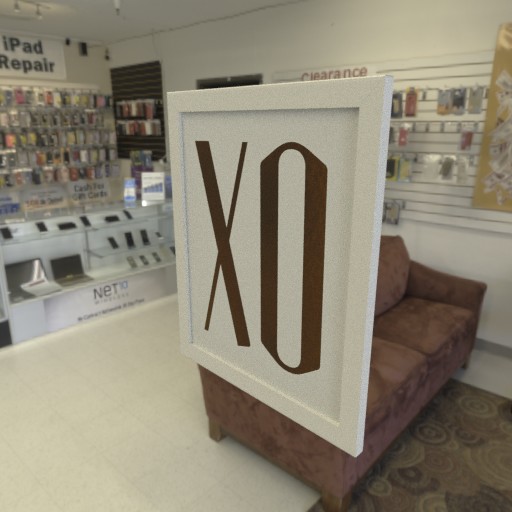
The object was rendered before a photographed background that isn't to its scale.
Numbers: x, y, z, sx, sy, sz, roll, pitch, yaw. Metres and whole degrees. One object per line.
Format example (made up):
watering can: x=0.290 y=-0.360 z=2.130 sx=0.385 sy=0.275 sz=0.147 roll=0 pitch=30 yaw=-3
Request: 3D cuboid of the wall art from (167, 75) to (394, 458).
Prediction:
wall art: x=0.000 y=0.000 z=0.747 sx=0.020 sy=0.536 sz=0.444 roll=-16 pitch=23 yaw=-43
